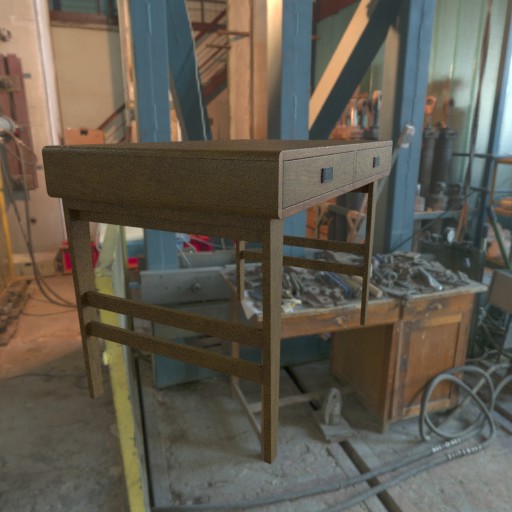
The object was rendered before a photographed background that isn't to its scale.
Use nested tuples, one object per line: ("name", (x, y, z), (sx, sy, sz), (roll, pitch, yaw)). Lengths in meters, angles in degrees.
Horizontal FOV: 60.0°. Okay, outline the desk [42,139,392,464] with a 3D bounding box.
("desk", (0.000, 0.000, 1.522), (0.660, 0.754, 1.066), (8, 18, 26))
